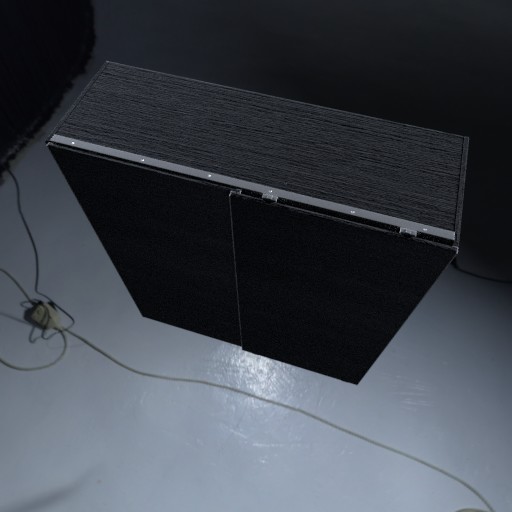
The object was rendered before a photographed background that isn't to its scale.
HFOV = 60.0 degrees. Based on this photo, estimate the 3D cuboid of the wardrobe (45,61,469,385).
[{"bbox_3d":[0.000,0.000,2.784,1.780,1.960,0.629,15,60,9],"label":"wardrobe"}]
